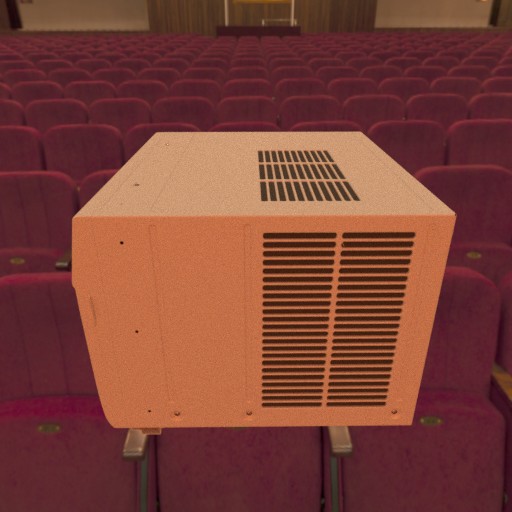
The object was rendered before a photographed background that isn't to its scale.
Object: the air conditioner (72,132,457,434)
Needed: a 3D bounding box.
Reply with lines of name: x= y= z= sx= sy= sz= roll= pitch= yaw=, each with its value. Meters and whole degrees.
air conditioner: x=0.000 y=0.000 z=1.047 sx=0.599 sy=0.455 sz=0.645 roll=0 pitch=26 yaw=-1
